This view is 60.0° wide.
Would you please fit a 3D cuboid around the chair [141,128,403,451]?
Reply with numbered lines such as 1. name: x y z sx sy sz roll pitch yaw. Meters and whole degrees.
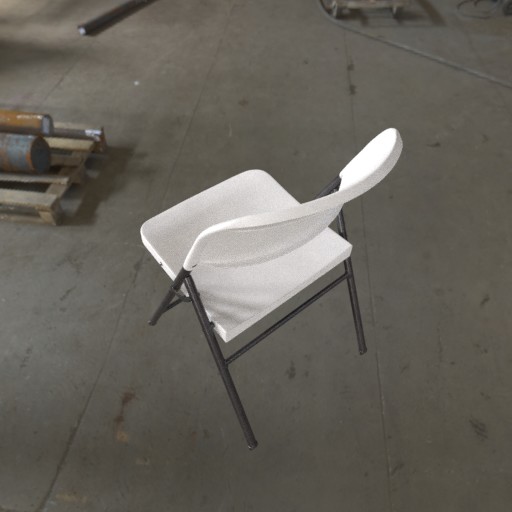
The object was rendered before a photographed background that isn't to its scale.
1. chair: 0.000 0.000 1.173 0.494 0.810 0.566 -32 55 -26
